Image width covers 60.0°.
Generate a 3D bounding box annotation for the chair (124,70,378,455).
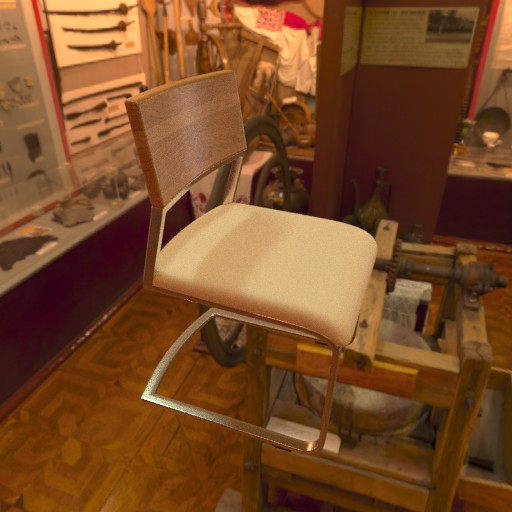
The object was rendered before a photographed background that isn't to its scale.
[{"bbox_3d":[0.000,0.000,1.167,0.585,0.844,0.467,11,32,18],"label":"chair"}]
